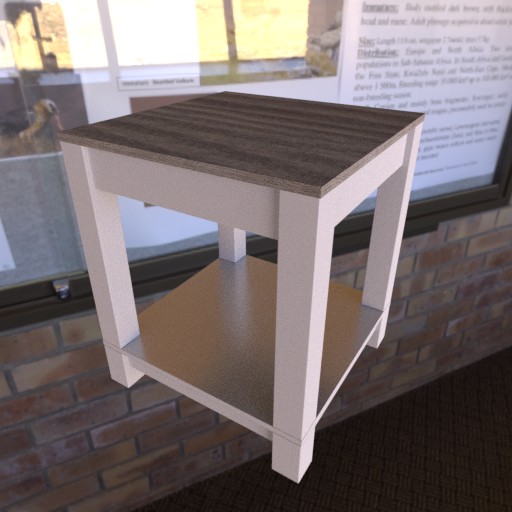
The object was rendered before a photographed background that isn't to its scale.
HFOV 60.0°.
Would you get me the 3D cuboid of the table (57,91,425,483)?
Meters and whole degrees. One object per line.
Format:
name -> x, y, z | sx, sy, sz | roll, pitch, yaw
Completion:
table -> 0.000, 0.000, 0.988 | 0.506, 0.587, 0.504 | 17, 34, 28
